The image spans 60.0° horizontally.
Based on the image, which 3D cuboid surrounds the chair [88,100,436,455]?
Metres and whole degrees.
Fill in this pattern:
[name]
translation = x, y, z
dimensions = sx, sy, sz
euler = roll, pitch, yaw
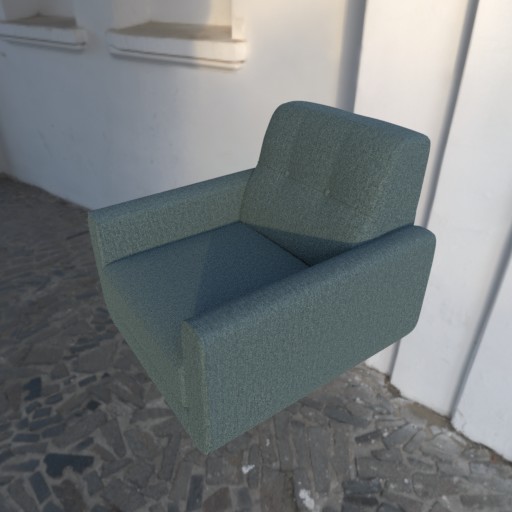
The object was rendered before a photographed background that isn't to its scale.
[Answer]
[chair]
translation = 0.000, 0.000, 1.642
dimensions = 0.964, 0.940, 0.880
euler = -20, 37, -30
